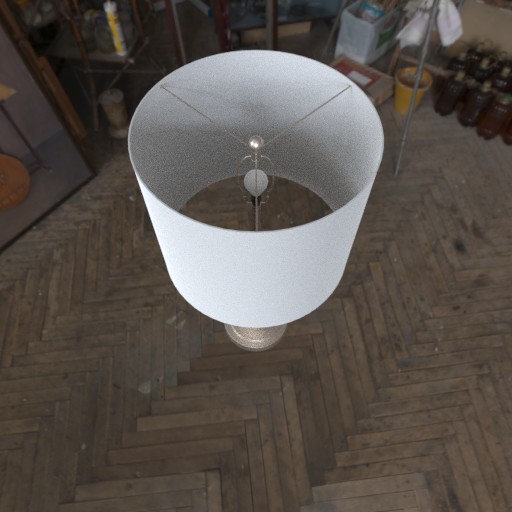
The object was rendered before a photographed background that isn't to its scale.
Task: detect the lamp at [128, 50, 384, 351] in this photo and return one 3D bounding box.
[{"bbox_3d":[0.000,0.000,0.710,0.277,0.538,0.277,0,59,0],"label":"lamp"}]
